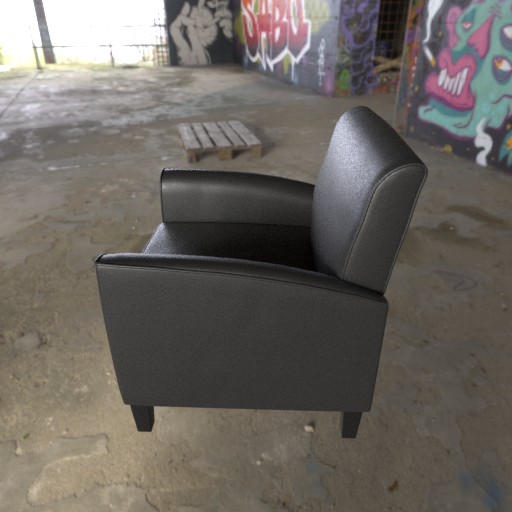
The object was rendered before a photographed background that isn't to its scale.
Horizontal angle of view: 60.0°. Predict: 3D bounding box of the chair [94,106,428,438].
[{"bbox_3d":[0.000,0.000,1.546,0.819,0.916,0.820,1,28,2],"label":"chair"}]
